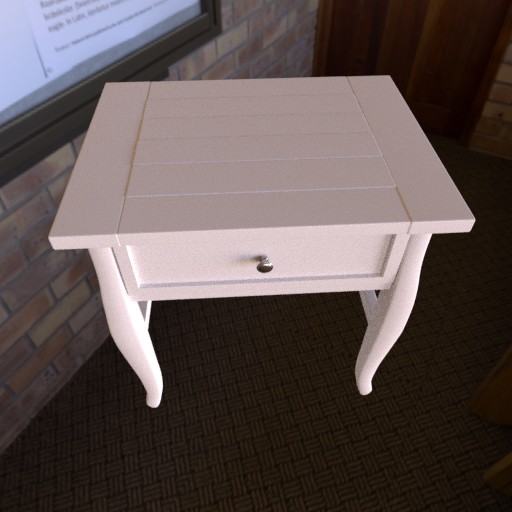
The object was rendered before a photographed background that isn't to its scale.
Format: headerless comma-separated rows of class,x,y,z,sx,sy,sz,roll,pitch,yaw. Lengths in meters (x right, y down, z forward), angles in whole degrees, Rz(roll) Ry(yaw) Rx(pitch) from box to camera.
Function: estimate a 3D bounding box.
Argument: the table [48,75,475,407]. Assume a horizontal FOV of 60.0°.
table,0.000,0.000,0.994,0.599,0.605,0.463,-3,47,-2
